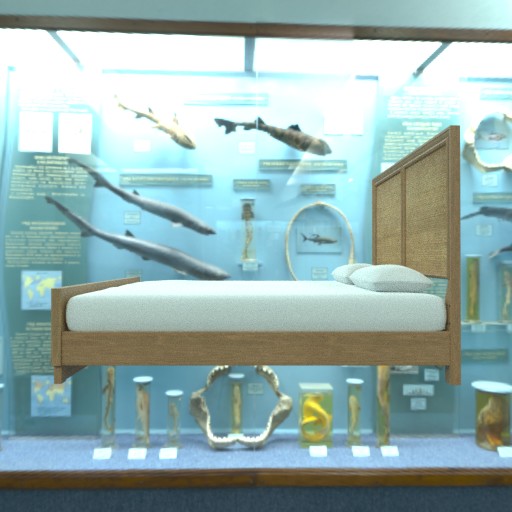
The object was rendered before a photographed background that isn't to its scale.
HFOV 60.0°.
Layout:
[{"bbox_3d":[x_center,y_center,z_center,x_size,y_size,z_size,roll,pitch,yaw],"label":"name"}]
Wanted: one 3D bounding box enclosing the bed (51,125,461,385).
[{"bbox_3d":[0.000,0.000,3.168,2.184,1.387,1.606,0,0,0],"label":"bed"}]
